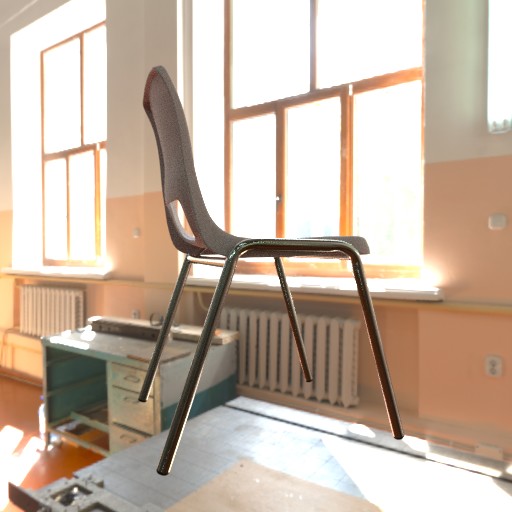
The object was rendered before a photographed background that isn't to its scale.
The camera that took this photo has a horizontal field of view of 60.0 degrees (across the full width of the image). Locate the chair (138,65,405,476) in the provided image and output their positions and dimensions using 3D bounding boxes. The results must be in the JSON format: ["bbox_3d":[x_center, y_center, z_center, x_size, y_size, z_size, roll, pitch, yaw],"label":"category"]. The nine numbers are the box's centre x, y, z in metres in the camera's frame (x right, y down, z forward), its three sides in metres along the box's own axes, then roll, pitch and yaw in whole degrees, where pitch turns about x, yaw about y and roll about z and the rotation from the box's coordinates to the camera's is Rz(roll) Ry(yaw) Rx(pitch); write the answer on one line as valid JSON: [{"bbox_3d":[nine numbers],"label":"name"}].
[{"bbox_3d":[0.000,0.000,0.891,0.436,0.653,0.381,0,1,-19],"label":"chair"}]
